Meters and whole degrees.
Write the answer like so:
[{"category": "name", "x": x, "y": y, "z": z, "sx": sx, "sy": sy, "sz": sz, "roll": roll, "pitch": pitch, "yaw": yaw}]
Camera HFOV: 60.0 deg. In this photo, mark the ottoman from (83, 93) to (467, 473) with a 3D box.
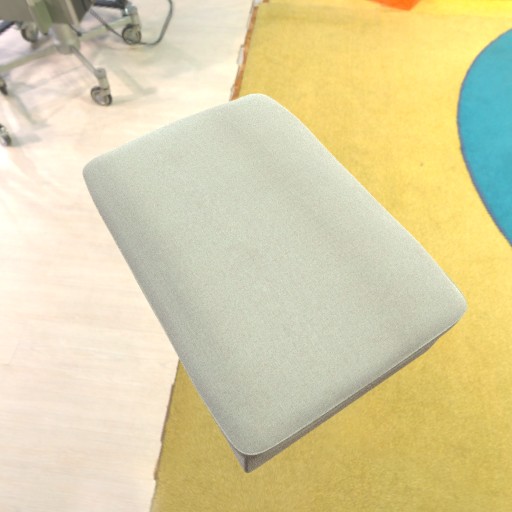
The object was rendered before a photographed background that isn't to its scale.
[{"category": "ottoman", "x": 0.000, "y": 0.000, "z": 1.327, "sx": 0.686, "sy": 0.453, "sz": 0.984, "roll": -28, "pitch": 62, "yaw": -16}]
